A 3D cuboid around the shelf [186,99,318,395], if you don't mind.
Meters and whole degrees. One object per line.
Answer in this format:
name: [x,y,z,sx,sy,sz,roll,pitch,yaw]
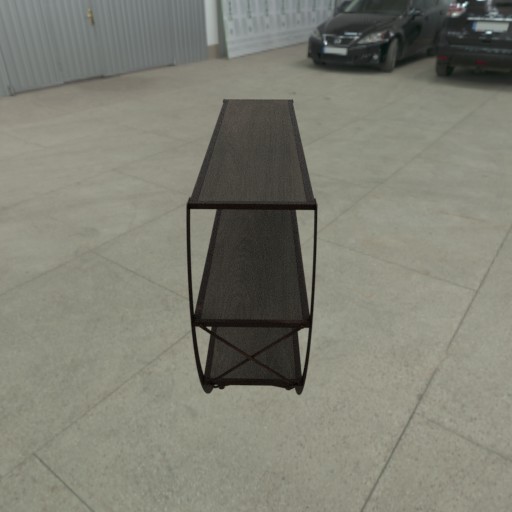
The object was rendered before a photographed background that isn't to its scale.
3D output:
shelf: [0.000,0.000,1.943,0.344,1.063,1.403,1,32,1]
